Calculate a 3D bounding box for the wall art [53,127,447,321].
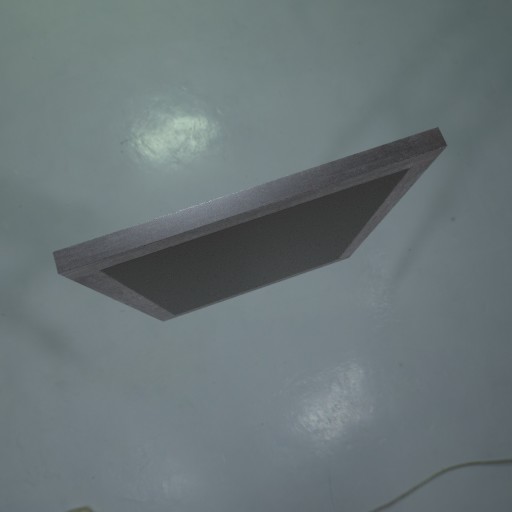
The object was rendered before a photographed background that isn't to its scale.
[{"bbox_3d":[0.000,0.000,0.800,0.479,0.580,0.027,-19,77,-4],"label":"wall art"}]
